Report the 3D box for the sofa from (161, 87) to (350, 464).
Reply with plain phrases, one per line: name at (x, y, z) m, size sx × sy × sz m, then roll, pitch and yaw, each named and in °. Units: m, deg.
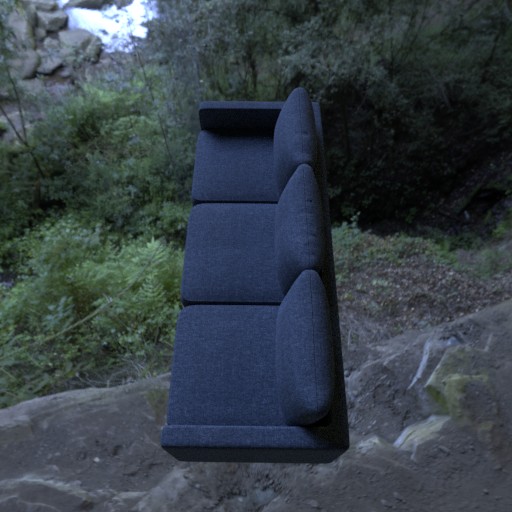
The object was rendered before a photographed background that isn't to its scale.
sofa at (0.000, 0.000, 2.677) m, size 0.859 × 0.874 × 2.218 m, roll 1°, pitch 59°, yaw 0°
